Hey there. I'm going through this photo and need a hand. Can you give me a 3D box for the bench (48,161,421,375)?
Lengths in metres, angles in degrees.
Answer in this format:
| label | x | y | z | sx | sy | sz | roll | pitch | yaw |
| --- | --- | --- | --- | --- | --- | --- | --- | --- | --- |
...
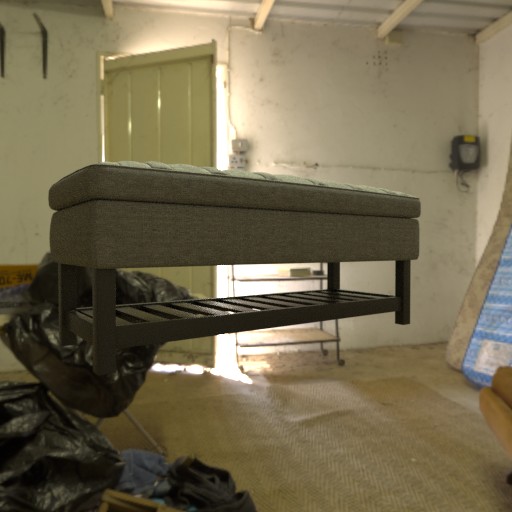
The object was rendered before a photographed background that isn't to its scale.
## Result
| label | x | y | z | sx | sy | sz | roll | pitch | yaw |
| --- | --- | --- | --- | --- | --- | --- | --- | --- | --- |
| bench | 0.000 | 0.000 | 1.345 | 1.100 | 0.470 | 0.429 | -1 | 1 | -36 |
